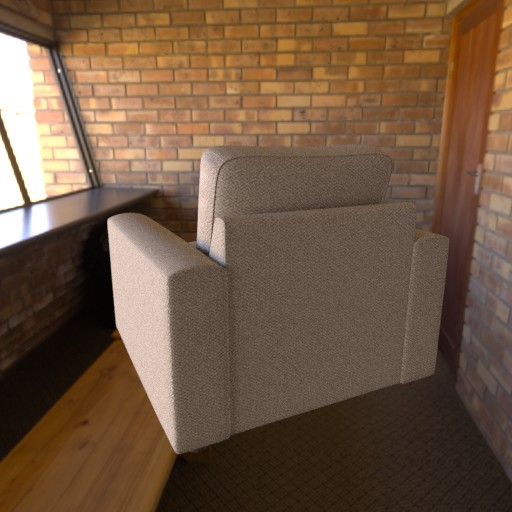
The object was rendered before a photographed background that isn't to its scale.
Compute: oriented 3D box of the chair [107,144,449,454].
[{"bbox_3d":[0.000,0.000,1.780,1.005,0.873,1.016,-7,16,-25],"label":"chair"}]
